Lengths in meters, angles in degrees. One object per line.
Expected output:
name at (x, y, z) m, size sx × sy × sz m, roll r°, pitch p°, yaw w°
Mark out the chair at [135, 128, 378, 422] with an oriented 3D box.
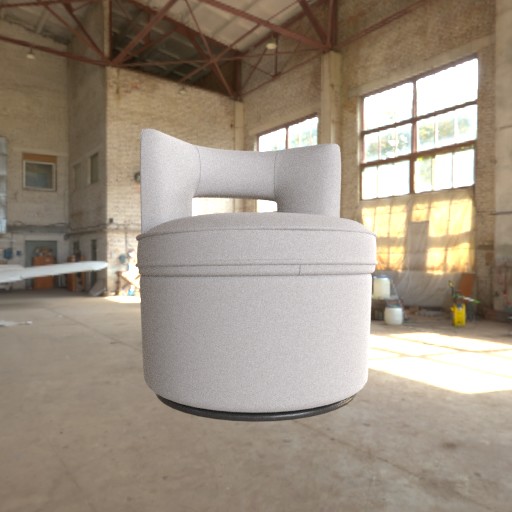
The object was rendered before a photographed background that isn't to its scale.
chair at (0.000, 0.000, 1.235) m, size 0.650 × 0.723 × 0.665 m, roll 0°, pitch 0°, yaw -17°
